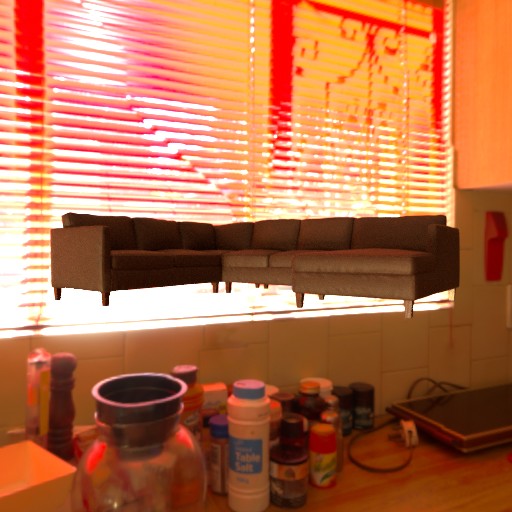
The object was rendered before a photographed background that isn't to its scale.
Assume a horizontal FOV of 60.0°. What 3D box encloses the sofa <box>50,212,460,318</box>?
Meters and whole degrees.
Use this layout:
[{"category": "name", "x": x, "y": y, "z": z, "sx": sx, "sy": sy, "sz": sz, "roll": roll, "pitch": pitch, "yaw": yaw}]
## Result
[{"category": "sofa", "x": 0.000, "y": 0.000, "z": 4.596, "sx": 3.460, "sy": 0.923, "sz": 2.593, "roll": 1, "pitch": 1, "yaw": 36}]
